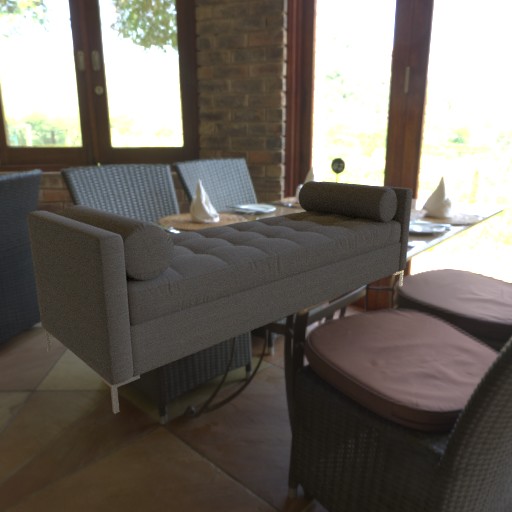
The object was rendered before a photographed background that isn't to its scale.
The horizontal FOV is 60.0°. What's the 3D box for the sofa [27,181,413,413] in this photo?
[{"bbox_3d":[0.000,0.000,2.326,1.981,0.635,0.686,-14,20,-42],"label":"sofa"}]
